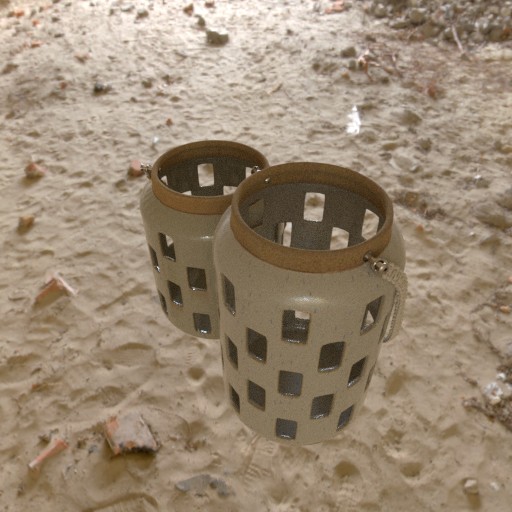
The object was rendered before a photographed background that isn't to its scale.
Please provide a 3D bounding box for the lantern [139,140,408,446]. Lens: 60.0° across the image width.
[{"bbox_3d":[0.000,0.000,0.497,0.184,0.255,0.347,-24,47,-25],"label":"lantern"}]
